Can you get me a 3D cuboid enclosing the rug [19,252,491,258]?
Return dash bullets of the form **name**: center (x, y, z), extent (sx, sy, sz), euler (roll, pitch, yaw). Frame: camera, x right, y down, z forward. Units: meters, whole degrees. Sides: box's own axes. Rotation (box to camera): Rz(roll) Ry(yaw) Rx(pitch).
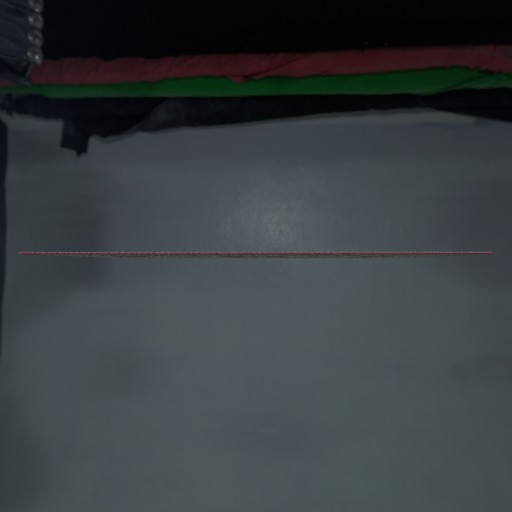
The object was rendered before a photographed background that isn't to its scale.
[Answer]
- **rug**: center (0.000, 0.000, 2.872), extent (2.210, 0.011, 1.599), euler (0, -1, 1)
